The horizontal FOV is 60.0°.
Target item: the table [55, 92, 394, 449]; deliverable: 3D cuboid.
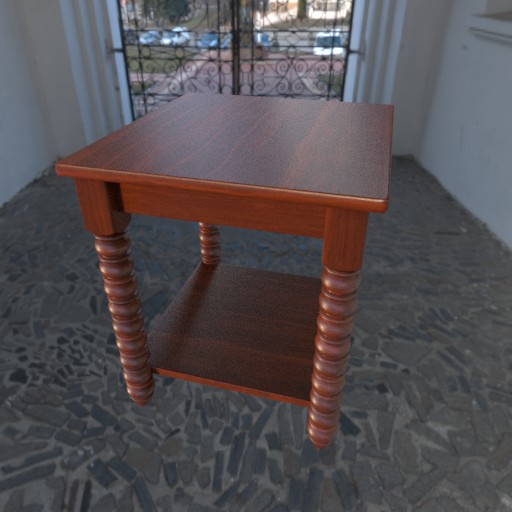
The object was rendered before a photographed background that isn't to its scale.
[{"bbox_3d":[0.000,0.000,0.986,0.500,0.567,0.533,8,33,13],"label":"table"}]
